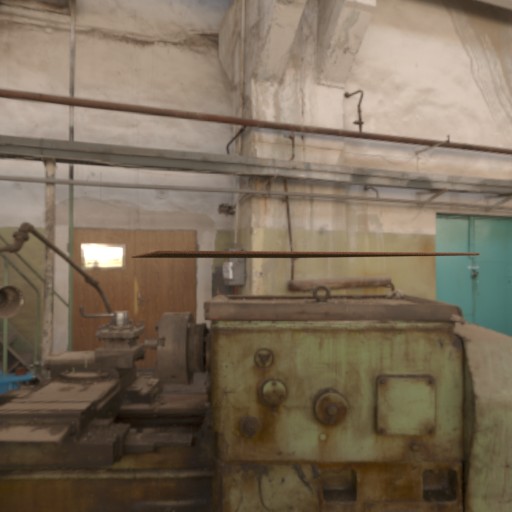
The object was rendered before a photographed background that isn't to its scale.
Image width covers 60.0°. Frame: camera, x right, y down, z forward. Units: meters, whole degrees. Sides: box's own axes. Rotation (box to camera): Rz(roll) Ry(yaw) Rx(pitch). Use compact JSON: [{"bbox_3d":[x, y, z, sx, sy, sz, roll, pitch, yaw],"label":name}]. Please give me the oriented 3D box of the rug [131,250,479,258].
[{"bbox_3d":[0.000,0.000,2.381,1.219,0.010,1.829,0,-1,-18],"label":"rug"}]
